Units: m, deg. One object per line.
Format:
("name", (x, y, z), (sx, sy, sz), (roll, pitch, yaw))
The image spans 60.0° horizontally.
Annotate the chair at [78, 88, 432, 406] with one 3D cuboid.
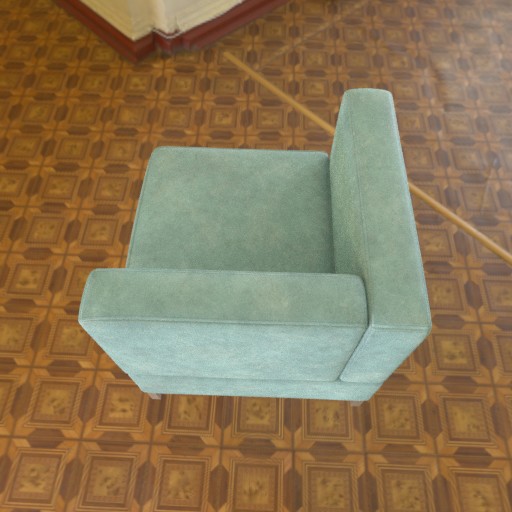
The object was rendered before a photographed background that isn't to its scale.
("chair", (0.000, 0.000, 1.236), (0.684, 0.660, 0.691), (2, 60, 1))
